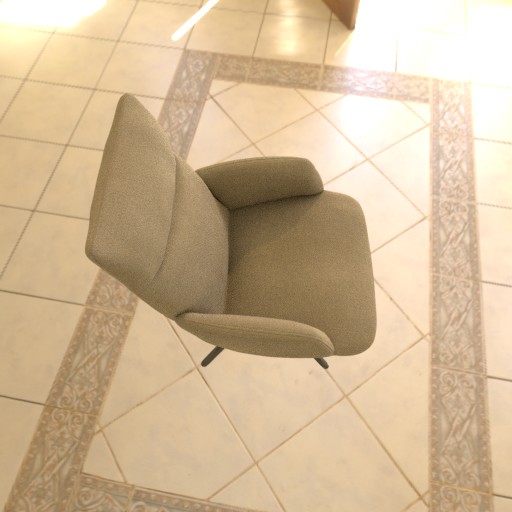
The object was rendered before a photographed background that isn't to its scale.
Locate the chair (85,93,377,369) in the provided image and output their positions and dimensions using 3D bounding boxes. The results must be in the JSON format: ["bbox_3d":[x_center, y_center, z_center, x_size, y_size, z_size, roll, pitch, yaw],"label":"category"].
[{"bbox_3d":[0.000,0.000,1.591,0.889,1.016,0.711,1,63,0],"label":"chair"}]
